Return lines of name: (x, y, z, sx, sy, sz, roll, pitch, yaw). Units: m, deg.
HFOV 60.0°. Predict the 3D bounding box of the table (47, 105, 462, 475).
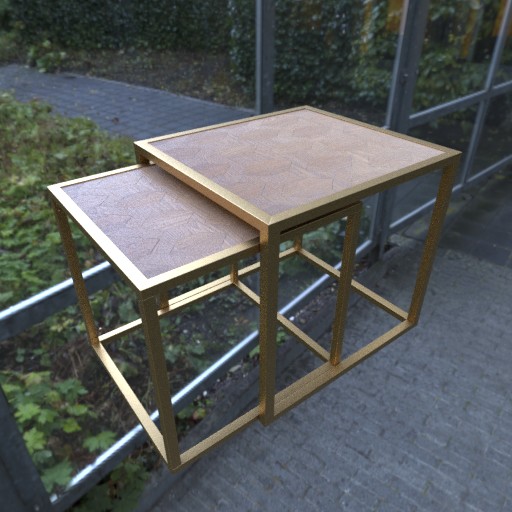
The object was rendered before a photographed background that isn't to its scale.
table: (0.000, 0.000, 1.084, 0.762, 0.505, 0.505, -23, 39, -31)
